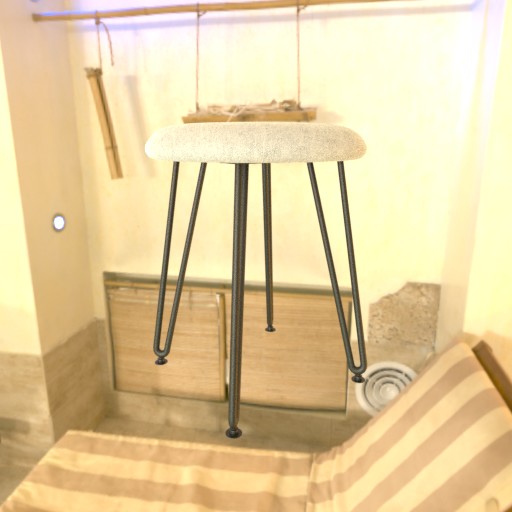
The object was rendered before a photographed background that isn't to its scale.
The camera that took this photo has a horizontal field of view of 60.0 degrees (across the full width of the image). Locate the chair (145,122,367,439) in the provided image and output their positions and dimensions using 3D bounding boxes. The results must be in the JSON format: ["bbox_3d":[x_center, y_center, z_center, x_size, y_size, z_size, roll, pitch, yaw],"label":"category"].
[{"bbox_3d":[0.000,0.000,0.674,0.350,0.386,0.350,3,15,10],"label":"chair"}]
